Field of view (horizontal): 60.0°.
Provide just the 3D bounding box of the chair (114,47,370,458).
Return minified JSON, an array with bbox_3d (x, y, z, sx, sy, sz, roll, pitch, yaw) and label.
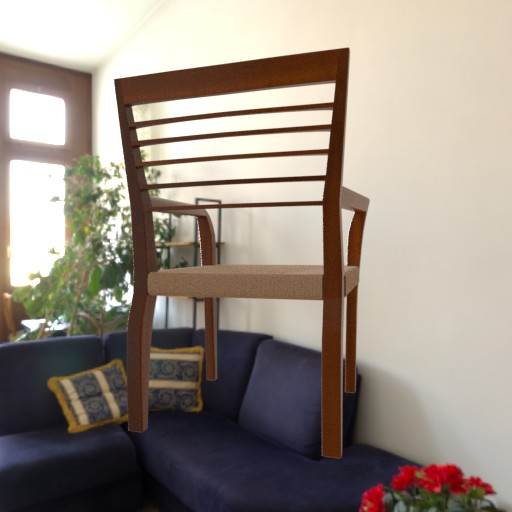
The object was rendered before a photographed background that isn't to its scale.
[{"bbox_3d":[0.000,0.000,1.227,0.587,0.855,0.540,0,0,17],"label":"chair"}]
